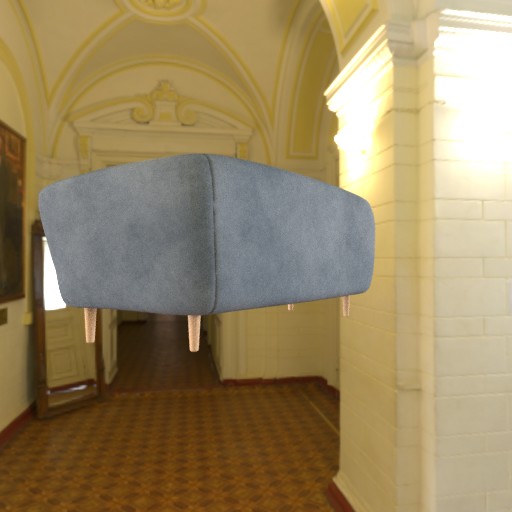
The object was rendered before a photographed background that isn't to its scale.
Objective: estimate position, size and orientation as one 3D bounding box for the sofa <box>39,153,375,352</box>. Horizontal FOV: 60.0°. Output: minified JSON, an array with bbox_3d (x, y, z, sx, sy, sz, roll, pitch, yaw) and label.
[{"bbox_3d":[0.000,0.000,2.517,0.849,0.795,2.095,-1,-1,36],"label":"sofa"}]
